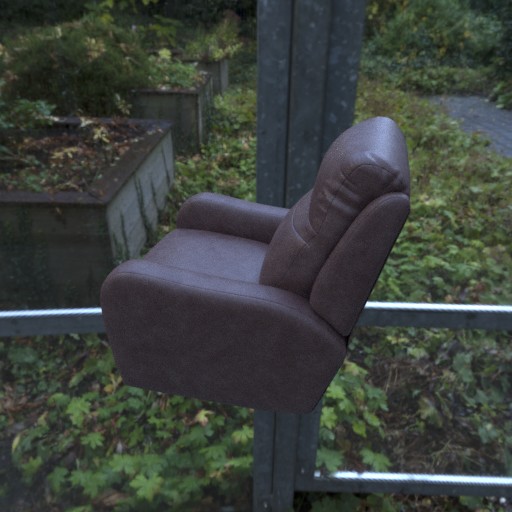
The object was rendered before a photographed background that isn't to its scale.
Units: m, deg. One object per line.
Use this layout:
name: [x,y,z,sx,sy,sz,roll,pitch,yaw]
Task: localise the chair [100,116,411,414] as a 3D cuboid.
chair: [0.000,0.000,1.826,1.067,1.067,0.865,7,30,13]
